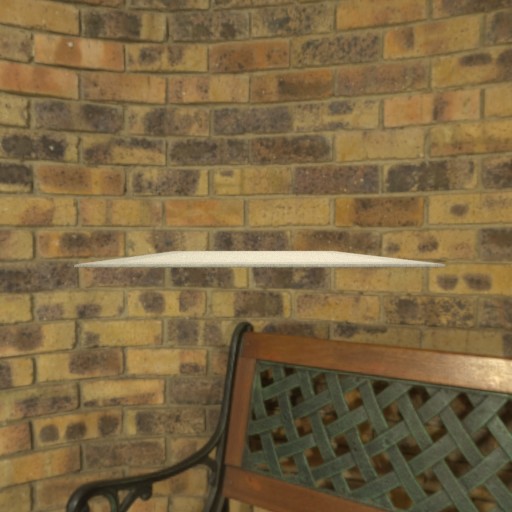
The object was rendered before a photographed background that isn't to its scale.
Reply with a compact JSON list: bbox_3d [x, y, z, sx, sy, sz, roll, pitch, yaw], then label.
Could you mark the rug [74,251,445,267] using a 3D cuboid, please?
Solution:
[{"bbox_3d":[0.000,0.000,3.031,1.524,0.014,2.438,0,2,-1],"label":"rug"}]
